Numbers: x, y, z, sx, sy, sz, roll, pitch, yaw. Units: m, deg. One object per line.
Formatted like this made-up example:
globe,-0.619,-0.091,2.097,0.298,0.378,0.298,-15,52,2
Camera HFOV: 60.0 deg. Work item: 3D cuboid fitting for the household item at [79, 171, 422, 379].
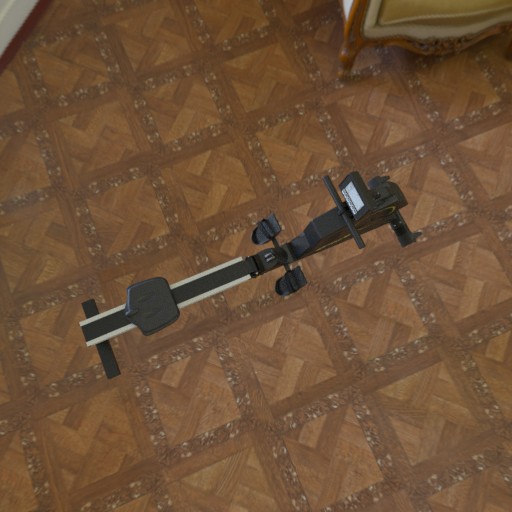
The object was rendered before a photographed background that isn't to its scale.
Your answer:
household item,0.000,0.000,2.585,2.251,0.810,0.521,-23,77,-6
